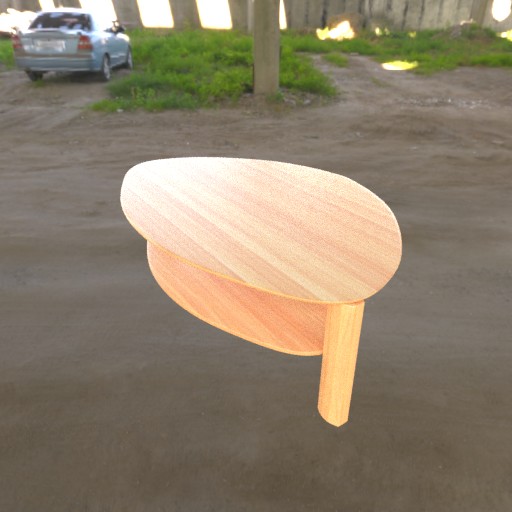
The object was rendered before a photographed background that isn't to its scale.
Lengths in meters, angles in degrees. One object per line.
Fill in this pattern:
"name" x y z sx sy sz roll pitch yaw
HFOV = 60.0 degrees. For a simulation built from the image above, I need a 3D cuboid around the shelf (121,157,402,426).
"shelf" 0.000 0.000 1.624 0.845 0.440 1.246 -19 34 -30
